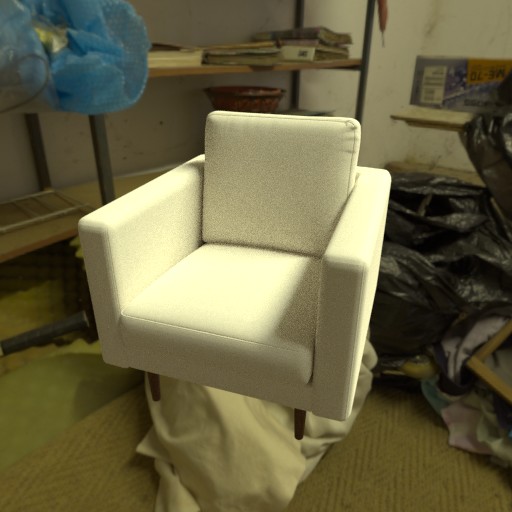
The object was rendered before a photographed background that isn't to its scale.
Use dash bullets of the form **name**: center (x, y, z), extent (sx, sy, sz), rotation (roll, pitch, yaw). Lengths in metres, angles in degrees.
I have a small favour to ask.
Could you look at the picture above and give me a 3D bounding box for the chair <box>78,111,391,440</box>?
- **chair**: center (0.000, 0.000, 1.582), extent (0.831, 0.899, 0.879), rotation (9, 27, 17)
